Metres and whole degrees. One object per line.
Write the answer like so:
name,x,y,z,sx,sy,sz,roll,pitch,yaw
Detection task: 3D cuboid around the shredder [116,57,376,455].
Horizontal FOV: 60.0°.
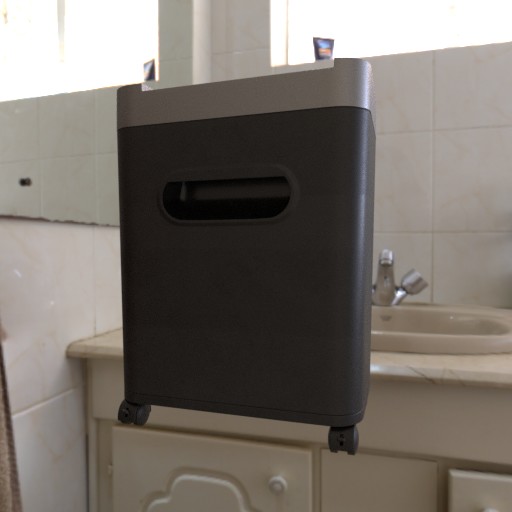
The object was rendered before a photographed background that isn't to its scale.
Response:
shredder,0.000,0.000,0.602,0.311,0.419,0.237,0,1,18
